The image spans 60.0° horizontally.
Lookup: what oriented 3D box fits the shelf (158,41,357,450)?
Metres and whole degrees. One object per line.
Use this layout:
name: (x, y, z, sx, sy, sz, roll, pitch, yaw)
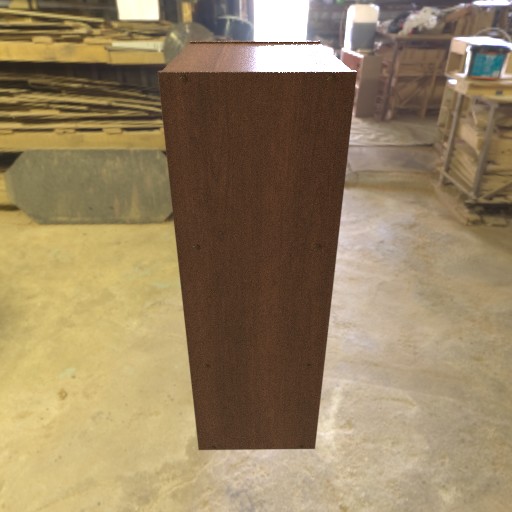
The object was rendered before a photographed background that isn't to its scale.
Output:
shelf: (0.000, 0.000, 1.048, 0.290, 0.879, 0.414, 0, 32, -1)
